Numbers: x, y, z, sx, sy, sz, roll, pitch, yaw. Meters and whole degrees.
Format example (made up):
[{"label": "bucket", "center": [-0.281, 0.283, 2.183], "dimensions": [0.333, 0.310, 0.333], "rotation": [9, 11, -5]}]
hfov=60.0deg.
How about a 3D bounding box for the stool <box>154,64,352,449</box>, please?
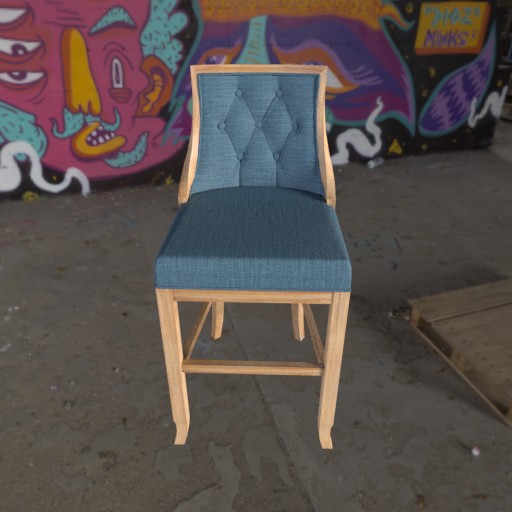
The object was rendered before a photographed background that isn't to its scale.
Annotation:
[{"label": "stool", "center": [0.000, 0.000, 1.461], "dimensions": [0.524, 1.101, 0.626], "rotation": [1, 30, 2]}]
